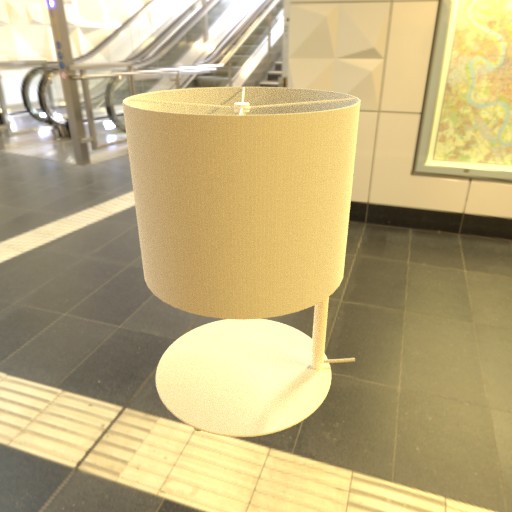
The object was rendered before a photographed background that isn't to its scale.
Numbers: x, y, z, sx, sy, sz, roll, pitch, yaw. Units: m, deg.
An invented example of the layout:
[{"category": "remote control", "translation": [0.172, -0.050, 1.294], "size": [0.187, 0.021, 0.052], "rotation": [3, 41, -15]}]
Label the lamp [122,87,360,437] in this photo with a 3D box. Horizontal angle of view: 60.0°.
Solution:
[{"category": "lamp", "translation": [0.000, 0.000, 0.671], "size": [0.341, 0.454, 0.299], "rotation": [0, 26, -1]}]
